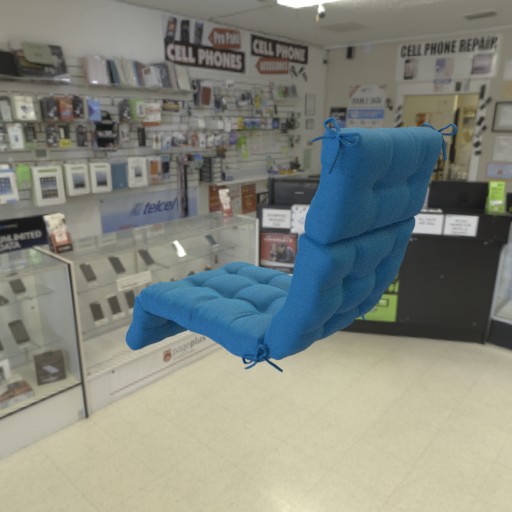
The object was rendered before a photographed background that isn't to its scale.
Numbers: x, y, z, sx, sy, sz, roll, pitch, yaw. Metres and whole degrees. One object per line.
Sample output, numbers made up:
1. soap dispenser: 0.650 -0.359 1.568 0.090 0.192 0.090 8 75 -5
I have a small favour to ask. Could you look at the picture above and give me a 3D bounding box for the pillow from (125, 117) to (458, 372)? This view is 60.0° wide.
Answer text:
1. pillow: 0.000 0.000 1.460 1.016 0.863 0.526 16 23 42
